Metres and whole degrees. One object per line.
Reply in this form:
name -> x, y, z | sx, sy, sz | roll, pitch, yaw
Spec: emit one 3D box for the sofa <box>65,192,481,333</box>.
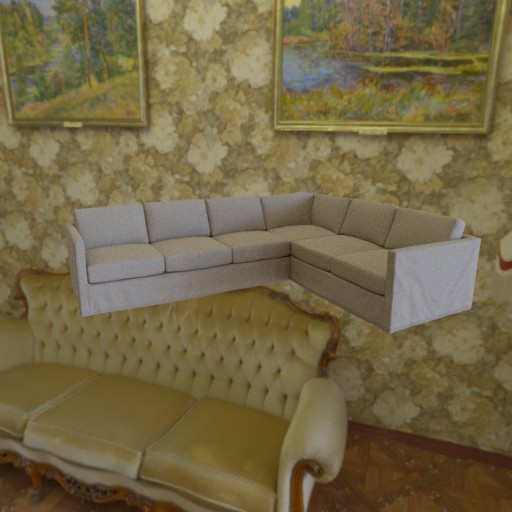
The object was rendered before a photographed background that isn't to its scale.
sofa -> 0.000, 0.000, 4.251 | 3.182, 0.871, 2.432 | -8, 17, -26
